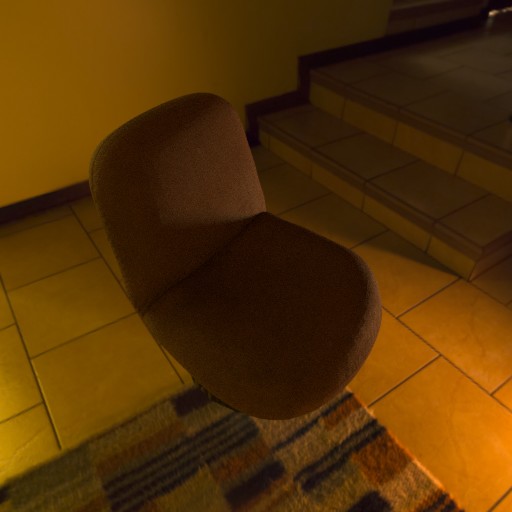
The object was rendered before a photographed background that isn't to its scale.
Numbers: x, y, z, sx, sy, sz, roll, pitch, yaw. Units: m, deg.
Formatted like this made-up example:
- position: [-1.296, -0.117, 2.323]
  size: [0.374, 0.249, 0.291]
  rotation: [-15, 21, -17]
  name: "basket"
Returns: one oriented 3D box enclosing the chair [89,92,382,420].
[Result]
- position: [0.000, 0.000, 1.014]
  size: [0.597, 0.594, 0.521]
  rotation: [25, 46, 26]
  name: "chair"
